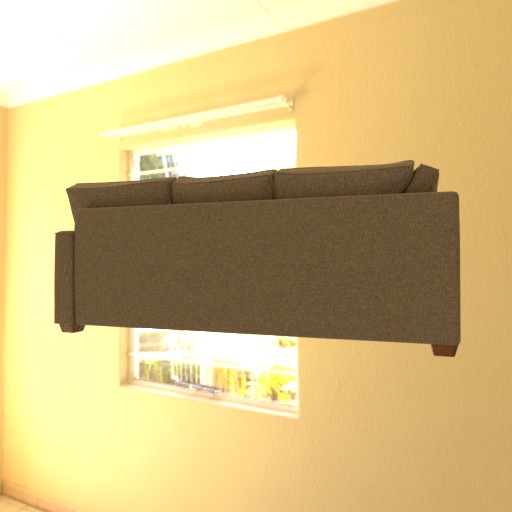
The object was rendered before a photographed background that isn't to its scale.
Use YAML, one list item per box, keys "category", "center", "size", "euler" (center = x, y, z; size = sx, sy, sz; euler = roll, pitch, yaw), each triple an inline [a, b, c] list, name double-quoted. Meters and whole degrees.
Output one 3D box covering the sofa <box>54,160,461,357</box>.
- category: "sofa"
  center: [0.000, 0.000, 2.878]
  size: [2.317, 0.962, 1.061]
  euler: [0, -1, 19]
